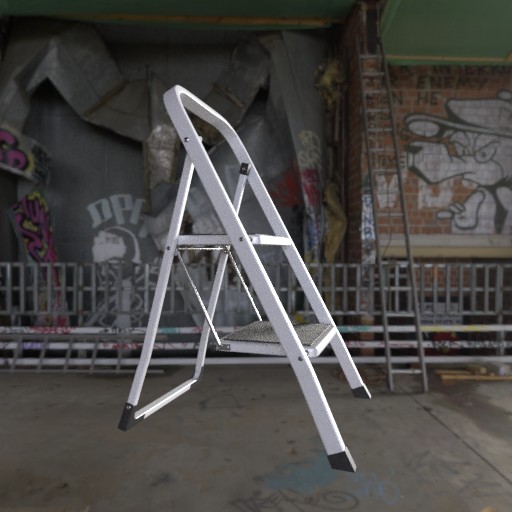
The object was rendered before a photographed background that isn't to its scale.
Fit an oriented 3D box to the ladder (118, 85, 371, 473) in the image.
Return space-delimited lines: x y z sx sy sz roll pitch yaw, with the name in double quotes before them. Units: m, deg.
"ladder" 0.000 0.000 1.132 0.544 0.810 0.460 0 1 18
